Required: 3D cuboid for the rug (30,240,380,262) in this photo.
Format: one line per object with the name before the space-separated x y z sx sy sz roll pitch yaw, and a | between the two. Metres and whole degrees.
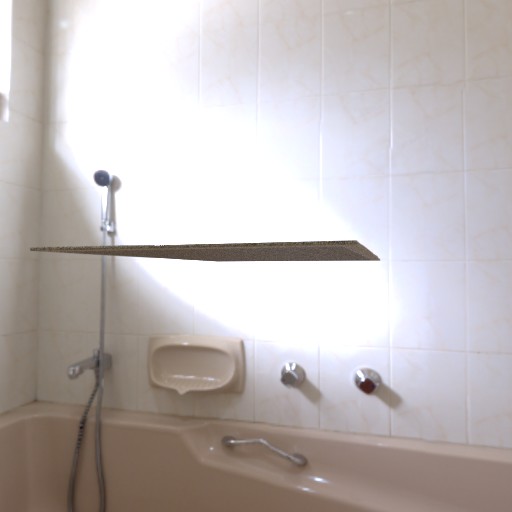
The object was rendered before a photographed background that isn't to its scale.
rug | 0.000 0.000 2.970 1.532 0.018 2.297 -1 -2 18
